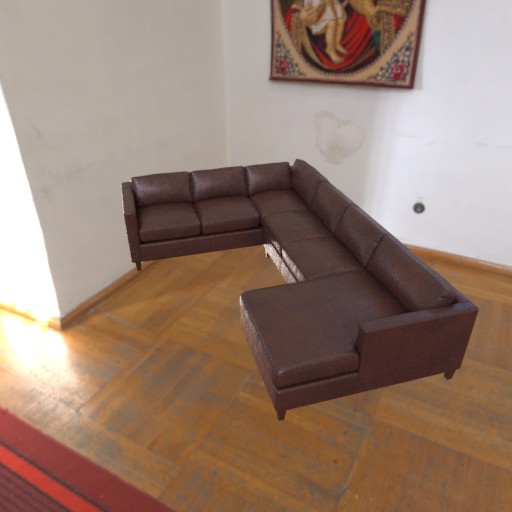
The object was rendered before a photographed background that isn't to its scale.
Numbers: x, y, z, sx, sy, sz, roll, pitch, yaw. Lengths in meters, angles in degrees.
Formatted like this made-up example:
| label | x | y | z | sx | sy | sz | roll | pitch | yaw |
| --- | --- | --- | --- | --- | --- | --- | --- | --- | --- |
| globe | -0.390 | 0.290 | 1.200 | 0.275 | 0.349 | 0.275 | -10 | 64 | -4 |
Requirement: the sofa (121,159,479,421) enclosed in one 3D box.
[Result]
| label | x | y | z | sx | sy | sz | roll | pitch | yaw |
| --- | --- | --- | --- | --- | --- | --- | --- | --- | --- |
| sofa | 0.000 | 0.000 | 4.455 | 2.452 | 0.891 | 3.324 | -8 | 32 | -14 |
